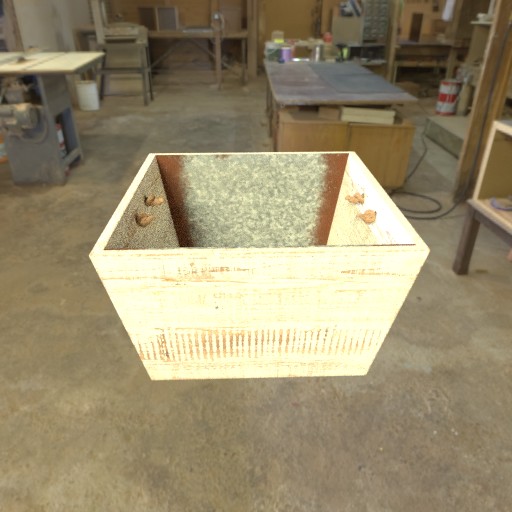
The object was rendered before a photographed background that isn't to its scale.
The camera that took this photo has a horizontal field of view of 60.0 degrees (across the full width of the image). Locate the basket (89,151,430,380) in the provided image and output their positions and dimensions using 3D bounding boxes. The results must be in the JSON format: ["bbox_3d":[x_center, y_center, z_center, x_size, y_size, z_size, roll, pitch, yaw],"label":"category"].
[{"bbox_3d":[0.000,0.000,0.775,0.545,0.247,0.413,-1,30,-2],"label":"basket"}]
